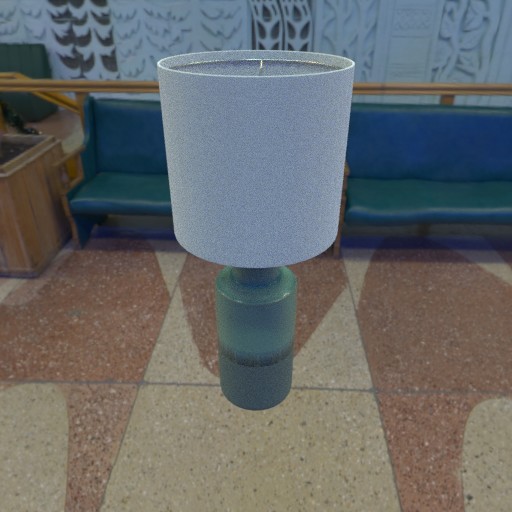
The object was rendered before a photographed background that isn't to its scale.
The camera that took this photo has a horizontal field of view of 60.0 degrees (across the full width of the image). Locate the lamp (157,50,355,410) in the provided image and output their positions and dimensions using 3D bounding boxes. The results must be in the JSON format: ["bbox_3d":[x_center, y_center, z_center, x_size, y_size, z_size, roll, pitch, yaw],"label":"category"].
[{"bbox_3d":[0.000,0.000,0.607,0.212,0.493,0.212,2,31,4],"label":"lamp"}]
